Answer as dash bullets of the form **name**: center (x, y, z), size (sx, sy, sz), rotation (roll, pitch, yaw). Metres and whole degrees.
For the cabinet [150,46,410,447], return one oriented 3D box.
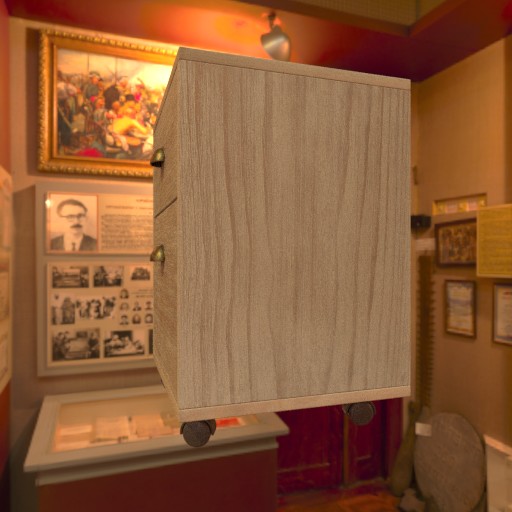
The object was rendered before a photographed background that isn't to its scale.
- **cabinet**: center (0.000, 0.000, 0.860), size (0.401, 0.579, 0.409), rotation (0, 0, -18)
